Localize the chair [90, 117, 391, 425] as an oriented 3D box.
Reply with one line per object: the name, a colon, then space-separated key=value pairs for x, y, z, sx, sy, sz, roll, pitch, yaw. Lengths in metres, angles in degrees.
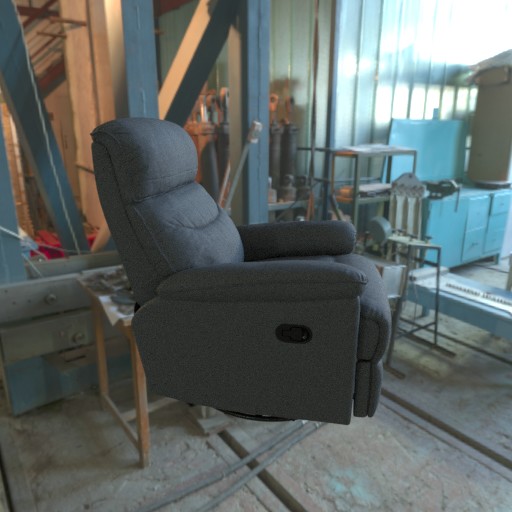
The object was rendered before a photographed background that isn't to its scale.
chair: x=0.000 y=0.000 z=1.734 sx=1.004 sy=1.037 sz=0.820 roll=3 pitch=16 yaw=9
